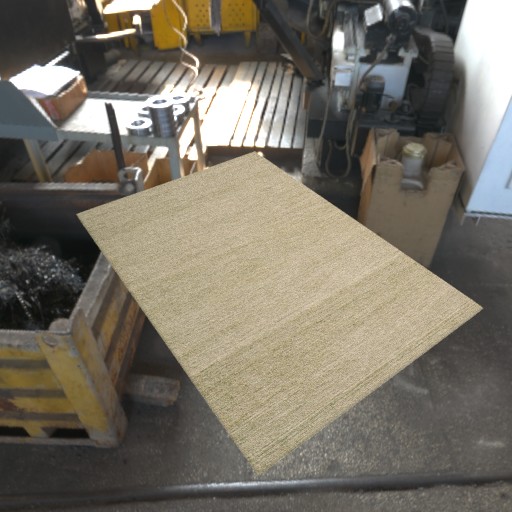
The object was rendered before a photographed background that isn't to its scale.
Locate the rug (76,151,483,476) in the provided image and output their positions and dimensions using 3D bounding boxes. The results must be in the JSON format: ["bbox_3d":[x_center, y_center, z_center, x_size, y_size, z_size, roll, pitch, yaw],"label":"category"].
[{"bbox_3d":[0.000,0.000,5.019,2.782,0.025,3.935,-26,48,-26],"label":"rug"}]
